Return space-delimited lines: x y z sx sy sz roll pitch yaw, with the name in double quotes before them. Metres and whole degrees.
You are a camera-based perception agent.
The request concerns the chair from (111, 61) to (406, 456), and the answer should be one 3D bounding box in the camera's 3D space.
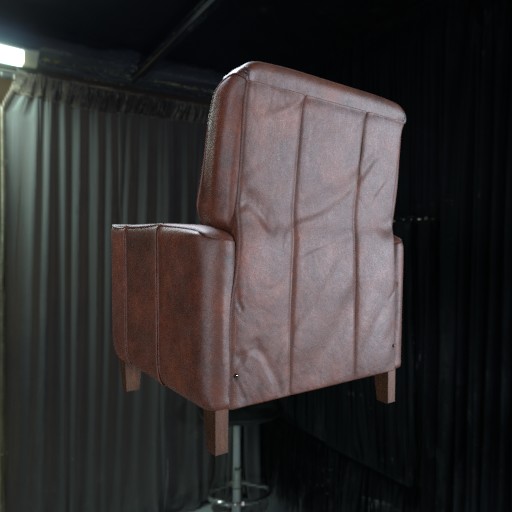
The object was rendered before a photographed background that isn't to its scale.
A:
"chair" 0.000 0.000 1.633 0.843 1.043 0.836 0 1 -35
